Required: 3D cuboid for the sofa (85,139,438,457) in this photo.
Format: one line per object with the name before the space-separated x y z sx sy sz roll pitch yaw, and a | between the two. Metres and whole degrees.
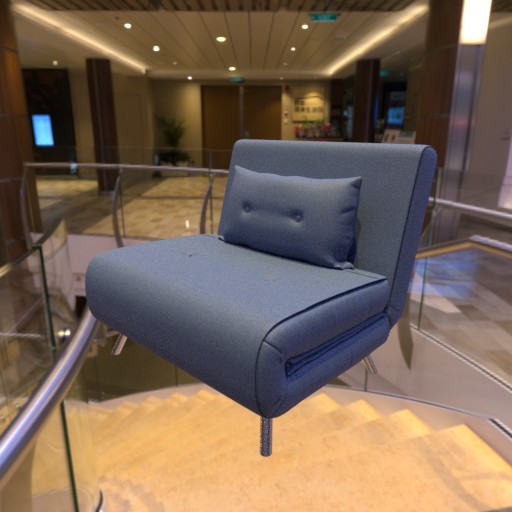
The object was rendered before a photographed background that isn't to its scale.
sofa | 0.000 0.000 1.760 0.999 0.860 0.996 15 22 41
